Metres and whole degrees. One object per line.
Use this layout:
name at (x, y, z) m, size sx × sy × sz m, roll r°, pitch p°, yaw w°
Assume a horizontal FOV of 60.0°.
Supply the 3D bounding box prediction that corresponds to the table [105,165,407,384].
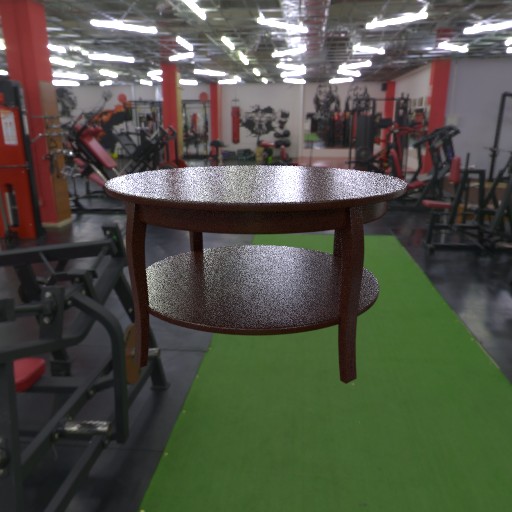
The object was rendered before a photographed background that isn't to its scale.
table at (0.000, 0.000, 1.476) m, size 0.911 × 0.512 × 0.911 m, roll 0°, pitch 17°, yaw 0°
